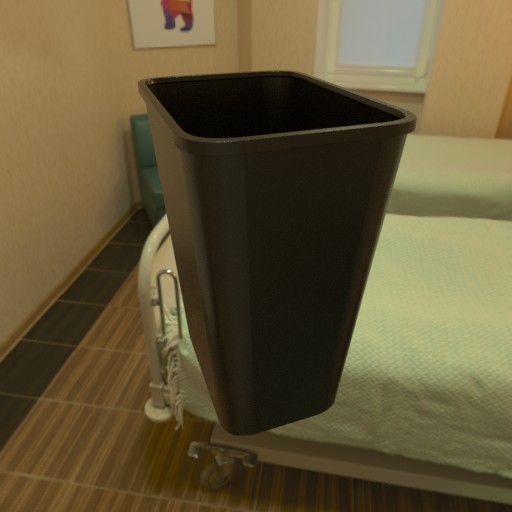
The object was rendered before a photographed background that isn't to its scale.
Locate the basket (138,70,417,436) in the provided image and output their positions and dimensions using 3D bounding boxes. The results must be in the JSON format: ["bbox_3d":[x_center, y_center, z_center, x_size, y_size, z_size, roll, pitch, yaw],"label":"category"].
[{"bbox_3d":[0.000,0.000,0.748,0.287,0.521,0.394,-11,33,-17],"label":"basket"}]
